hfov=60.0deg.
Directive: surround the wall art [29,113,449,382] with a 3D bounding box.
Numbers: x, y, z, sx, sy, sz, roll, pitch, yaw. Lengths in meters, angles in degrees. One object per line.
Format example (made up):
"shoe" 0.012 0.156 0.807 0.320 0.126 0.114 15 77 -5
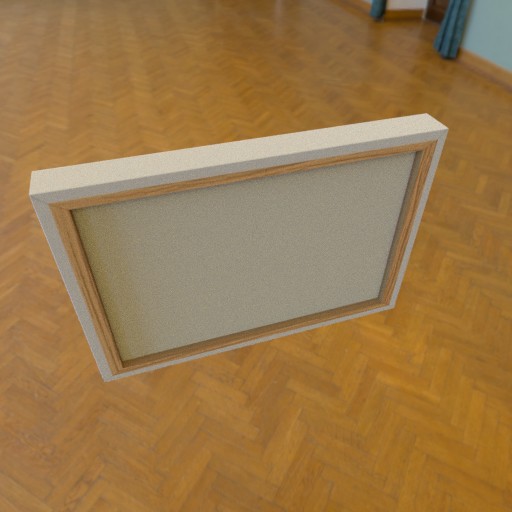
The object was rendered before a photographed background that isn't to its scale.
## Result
"wall art" 0.000 0.000 0.485 0.381 0.259 0.038 -12 43 -13
